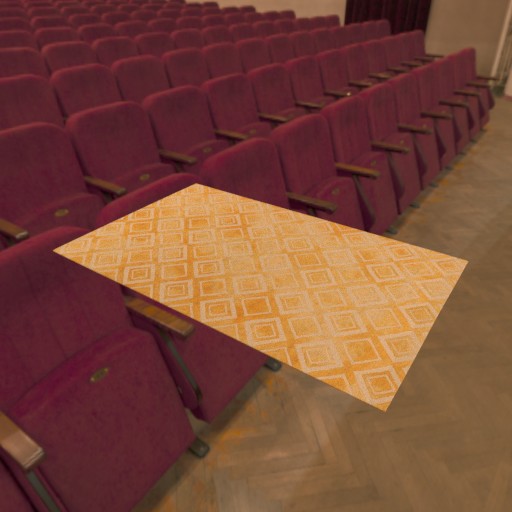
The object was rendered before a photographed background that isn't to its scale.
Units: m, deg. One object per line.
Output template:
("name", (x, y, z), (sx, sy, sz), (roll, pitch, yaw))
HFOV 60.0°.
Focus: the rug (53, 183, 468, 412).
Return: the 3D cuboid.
("rug", (0.000, 0.000, 3.042), (2.424, 0.010, 1.511), (20, 36, 29))
